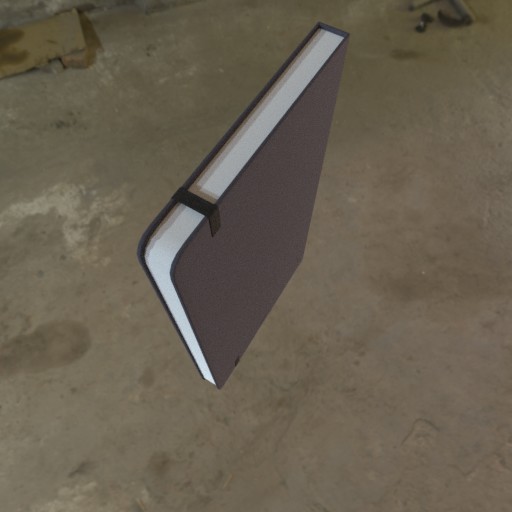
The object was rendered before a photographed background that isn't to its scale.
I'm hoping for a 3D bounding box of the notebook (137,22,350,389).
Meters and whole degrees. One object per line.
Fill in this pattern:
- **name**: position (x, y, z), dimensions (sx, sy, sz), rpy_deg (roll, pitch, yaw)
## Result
- **notebook**: position (0.000, 0.000, 0.257), dimensions (0.016, 0.213, 0.127), rpy_deg (28, 67, 14)
